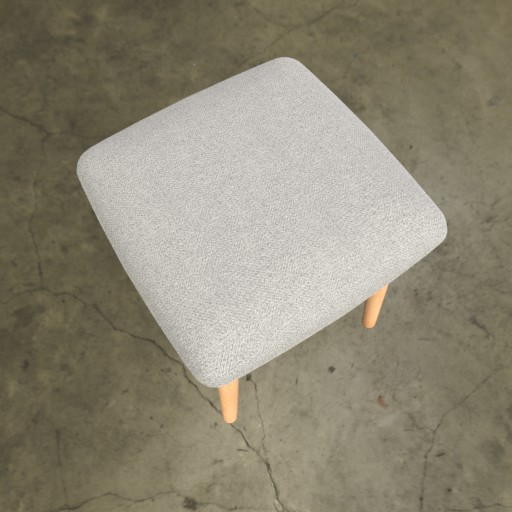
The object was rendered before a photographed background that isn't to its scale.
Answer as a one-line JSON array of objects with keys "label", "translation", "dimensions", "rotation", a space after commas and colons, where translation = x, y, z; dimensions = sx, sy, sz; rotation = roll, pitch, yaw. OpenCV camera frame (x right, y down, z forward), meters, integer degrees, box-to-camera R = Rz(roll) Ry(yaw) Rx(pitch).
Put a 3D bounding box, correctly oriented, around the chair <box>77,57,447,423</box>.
[{"label": "chair", "translation": [0.000, 0.000, 0.693], "dimensions": [0.350, 0.440, 0.350], "rotation": [-31, 69, -13]}]
